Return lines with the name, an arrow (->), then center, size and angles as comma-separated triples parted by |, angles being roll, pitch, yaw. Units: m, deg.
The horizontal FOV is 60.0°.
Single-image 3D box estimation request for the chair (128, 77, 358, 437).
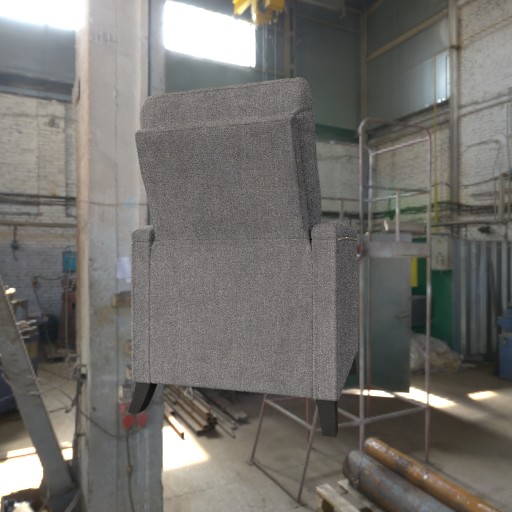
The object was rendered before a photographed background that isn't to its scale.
chair -> 0.000, 0.000, 1.694 | 0.710, 1.049, 0.922 | 0, 0, 17
